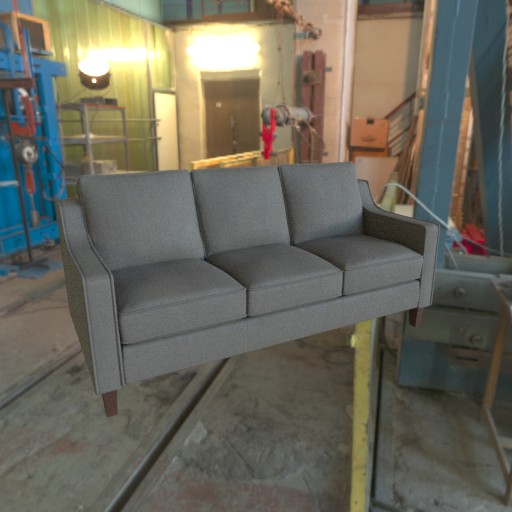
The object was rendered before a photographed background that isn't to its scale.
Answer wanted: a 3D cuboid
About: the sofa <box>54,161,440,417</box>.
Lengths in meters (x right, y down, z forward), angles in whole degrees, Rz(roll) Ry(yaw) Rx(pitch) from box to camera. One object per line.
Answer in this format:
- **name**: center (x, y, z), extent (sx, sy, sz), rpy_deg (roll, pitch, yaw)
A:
- **sofa**: center (0.000, 0.000, 2.553), extent (1.986, 0.974, 0.911), rpy_deg (-9, 19, -27)
